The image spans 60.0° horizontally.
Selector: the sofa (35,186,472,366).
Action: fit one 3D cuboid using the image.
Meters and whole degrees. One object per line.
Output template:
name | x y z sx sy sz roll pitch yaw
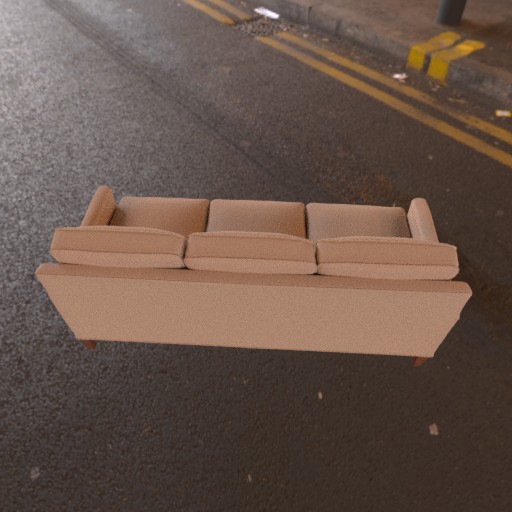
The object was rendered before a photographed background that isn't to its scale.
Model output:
sofa | 0.000 0.000 2.791 2.246 1.003 1.084 2 46 2
